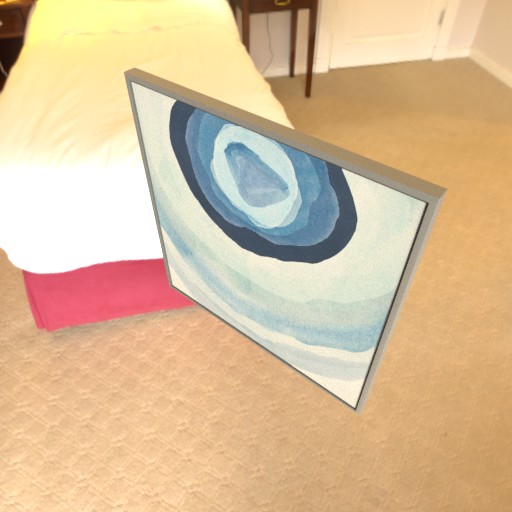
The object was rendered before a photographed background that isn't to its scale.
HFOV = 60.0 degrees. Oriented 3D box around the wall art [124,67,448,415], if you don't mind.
[{"bbox_3d":[0.000,0.000,1.212,0.809,0.807,0.038,30,52,26],"label":"wall art"}]
